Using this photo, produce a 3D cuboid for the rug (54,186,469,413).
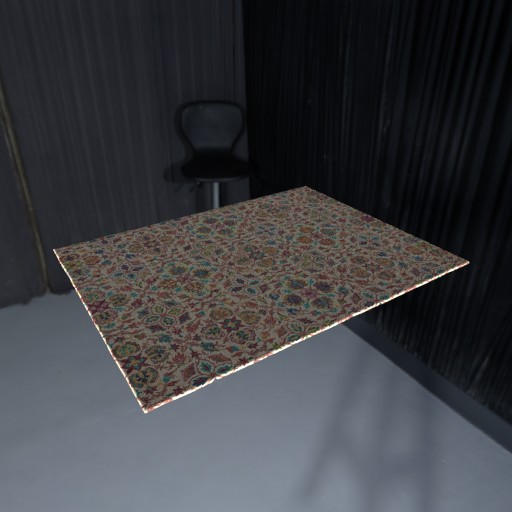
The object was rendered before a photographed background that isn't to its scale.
[{"bbox_3d":[0.000,0.000,4.291,3.215,0.020,2.446,-18,34,-29],"label":"rug"}]
